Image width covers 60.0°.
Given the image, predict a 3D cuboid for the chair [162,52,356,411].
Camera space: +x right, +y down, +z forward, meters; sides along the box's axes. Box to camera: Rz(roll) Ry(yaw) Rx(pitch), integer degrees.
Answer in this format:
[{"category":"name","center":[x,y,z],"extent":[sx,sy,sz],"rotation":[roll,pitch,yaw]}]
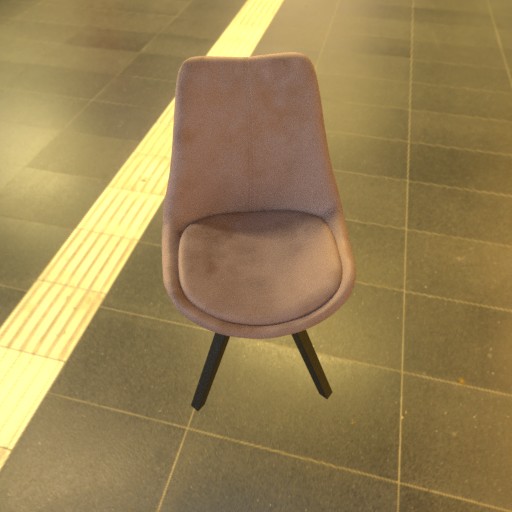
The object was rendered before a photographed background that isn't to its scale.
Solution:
[{"category":"chair","center":[0.000,0.000,1.199],"extent":[0.483,0.865,0.547],"rotation":[-4,47,-4]}]
